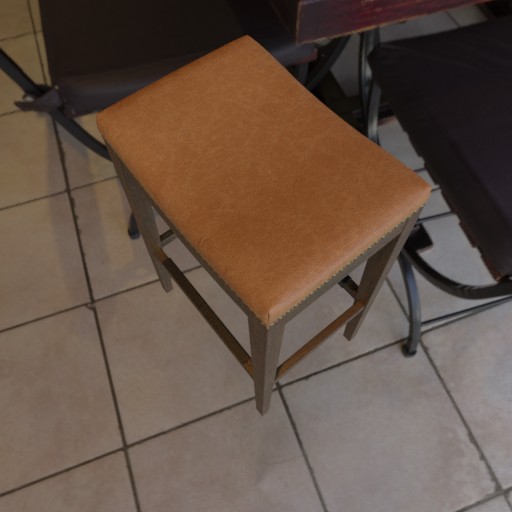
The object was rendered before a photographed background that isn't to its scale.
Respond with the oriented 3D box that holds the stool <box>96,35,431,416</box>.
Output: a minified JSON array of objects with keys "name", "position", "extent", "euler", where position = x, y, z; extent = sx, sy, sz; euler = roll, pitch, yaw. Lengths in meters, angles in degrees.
[{"name":"stool","position":[0.000,0.000,1.038],"extent":[0.361,0.759,0.500],"euler":[-36,68,-17]}]
